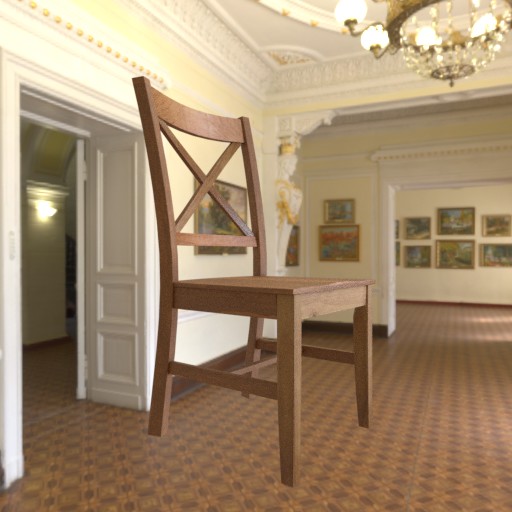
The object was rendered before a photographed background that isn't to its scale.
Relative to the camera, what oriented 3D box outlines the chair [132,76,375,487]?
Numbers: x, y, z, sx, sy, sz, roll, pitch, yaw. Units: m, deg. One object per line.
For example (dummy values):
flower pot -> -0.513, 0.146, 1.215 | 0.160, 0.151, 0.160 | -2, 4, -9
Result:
chair -> 0.000, 0.000, 1.268 | 0.542, 0.983, 0.485 | 0, 0, 37
